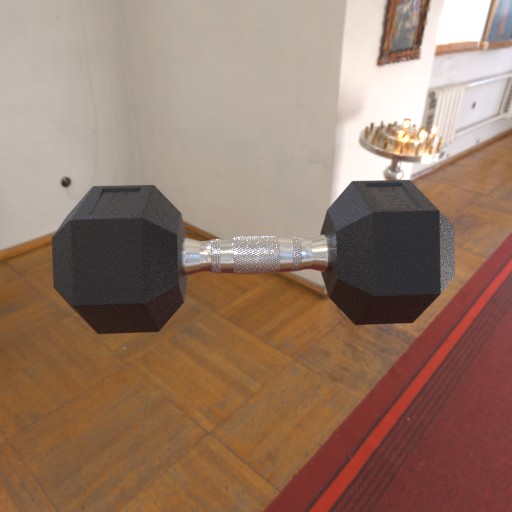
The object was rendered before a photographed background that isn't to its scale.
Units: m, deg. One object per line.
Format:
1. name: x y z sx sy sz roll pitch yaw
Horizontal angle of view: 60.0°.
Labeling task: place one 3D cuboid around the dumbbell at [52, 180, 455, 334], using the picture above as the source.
1. dumbbell: 0.000 0.000 0.429 0.356 0.123 0.141 -2 31 -3
